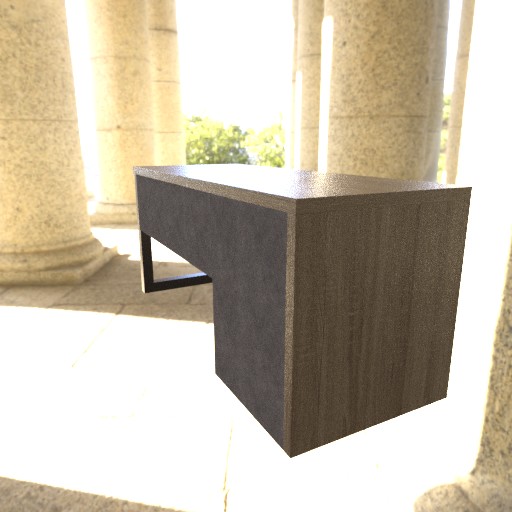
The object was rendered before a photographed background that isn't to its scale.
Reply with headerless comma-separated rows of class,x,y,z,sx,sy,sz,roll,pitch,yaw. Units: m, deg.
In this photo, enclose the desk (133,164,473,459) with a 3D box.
desk,0.000,0.000,2.070,0.690,0.760,1.700,-8,16,-27
